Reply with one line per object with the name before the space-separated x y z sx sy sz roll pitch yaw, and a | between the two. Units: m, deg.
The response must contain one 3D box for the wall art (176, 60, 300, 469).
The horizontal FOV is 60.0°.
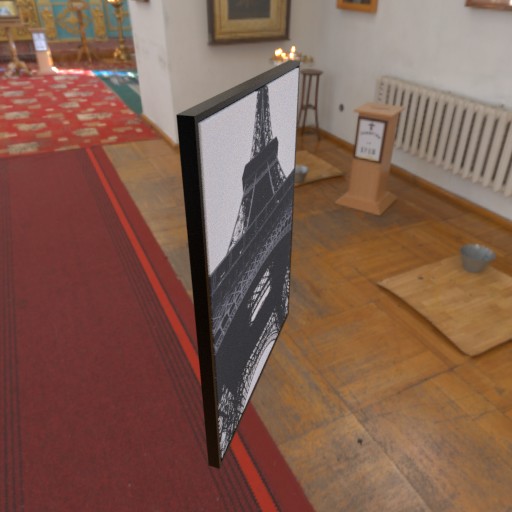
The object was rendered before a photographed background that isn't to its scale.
wall art | 0.000 0.000 1.421 0.040 1.062 0.805 10 32 16
